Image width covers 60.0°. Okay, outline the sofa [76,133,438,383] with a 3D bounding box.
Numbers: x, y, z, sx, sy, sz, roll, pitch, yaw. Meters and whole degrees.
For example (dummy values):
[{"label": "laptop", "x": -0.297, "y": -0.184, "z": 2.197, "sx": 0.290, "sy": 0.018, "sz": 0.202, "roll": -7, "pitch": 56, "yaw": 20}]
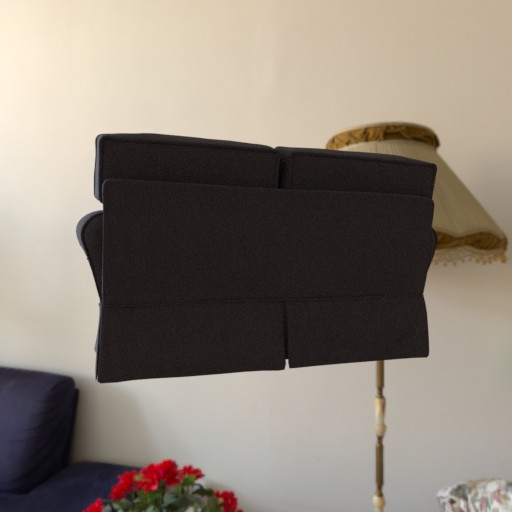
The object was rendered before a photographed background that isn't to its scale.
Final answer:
[{"label": "sofa", "x": 0.000, "y": 0.000, "z": 2.415, "sx": 1.801, "sy": 1.059, "sz": 0.997, "roll": 0, "pitch": -1, "yaw": -18}]
